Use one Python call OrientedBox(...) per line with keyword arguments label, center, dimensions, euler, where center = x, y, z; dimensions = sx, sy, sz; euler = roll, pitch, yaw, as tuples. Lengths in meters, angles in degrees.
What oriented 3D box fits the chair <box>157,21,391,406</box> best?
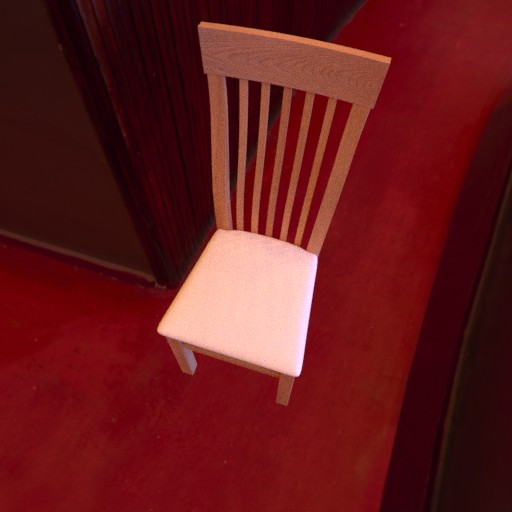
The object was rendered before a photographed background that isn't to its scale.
OrientedBox(label="chair", center=(0.000, 0.000, 1.326), dimensions=(0.450, 1.050, 0.580), euler=(15, 60, 9))
